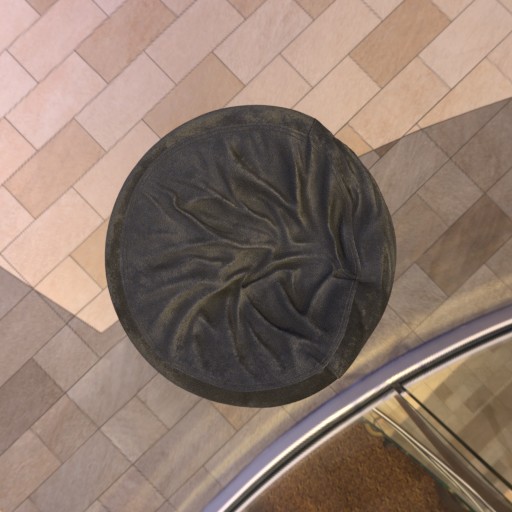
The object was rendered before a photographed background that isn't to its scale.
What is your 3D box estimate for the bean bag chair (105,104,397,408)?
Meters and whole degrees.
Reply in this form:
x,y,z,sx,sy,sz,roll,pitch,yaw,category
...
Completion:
x,y,z,sx,sy,sz,roll,pitch,yaw,category
0.000,0.000,1.497,0.918,0.605,0.918,0,90,1,bean bag chair
